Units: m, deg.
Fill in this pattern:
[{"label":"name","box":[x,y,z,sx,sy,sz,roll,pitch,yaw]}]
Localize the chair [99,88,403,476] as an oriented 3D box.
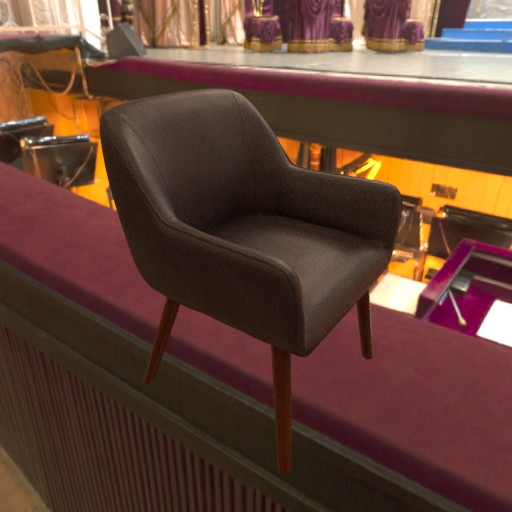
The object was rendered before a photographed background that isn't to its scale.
[{"label":"chair","box":[0.000,0.000,1.247,0.610,0.828,0.610,18,33,31]}]
